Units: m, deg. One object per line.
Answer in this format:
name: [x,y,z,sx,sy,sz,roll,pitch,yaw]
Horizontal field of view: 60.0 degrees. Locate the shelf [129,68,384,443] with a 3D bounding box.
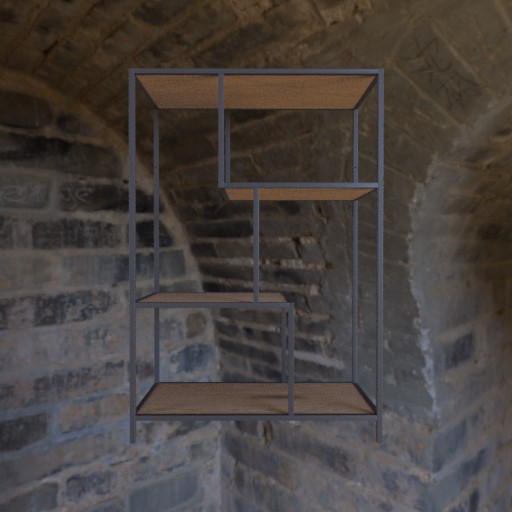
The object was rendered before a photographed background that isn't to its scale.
shelf: [0.000,0.000,1.520,0.770,1.138,0.350,0,1,0]
